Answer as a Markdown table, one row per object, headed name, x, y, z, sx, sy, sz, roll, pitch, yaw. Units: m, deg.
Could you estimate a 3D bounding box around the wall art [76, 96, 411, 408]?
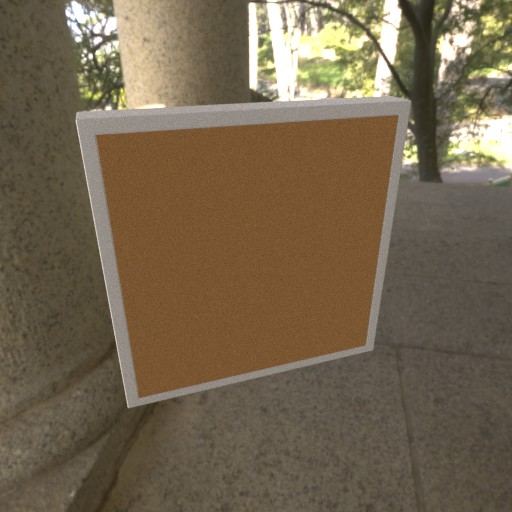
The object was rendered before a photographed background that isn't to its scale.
| name | x | y | z | sx | sy | sz | roll | pitch | yaw |
| --- | --- | --- | --- | --- | --- | --- | --- | --- | --- |
| wall art | 0.000 | 0.000 | 0.470 | 0.305 | 0.305 | 0.037 | -9 | 29 | -16 |
